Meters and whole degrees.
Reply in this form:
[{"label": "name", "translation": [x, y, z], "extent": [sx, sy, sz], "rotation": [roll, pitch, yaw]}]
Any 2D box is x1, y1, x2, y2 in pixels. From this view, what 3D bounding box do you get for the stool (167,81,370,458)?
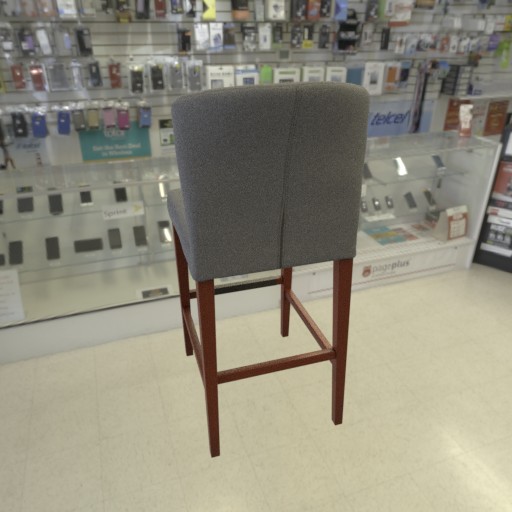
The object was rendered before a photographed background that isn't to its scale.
[{"label": "stool", "translation": [0.000, 0.000, 1.378], "extent": [0.481, 1.069, 0.568], "rotation": [-8, 29, -15]}]
